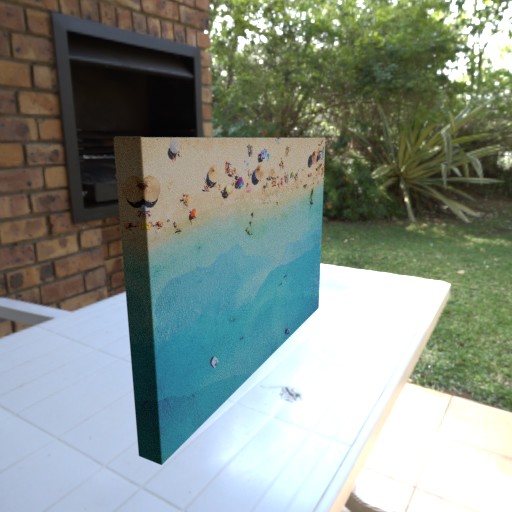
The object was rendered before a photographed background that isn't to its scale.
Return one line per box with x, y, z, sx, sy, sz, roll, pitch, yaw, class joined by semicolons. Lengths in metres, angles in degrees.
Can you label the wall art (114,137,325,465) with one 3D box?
0.000;0.000;1.152;0.057;0.595;0.894;7;17;26;wall art
